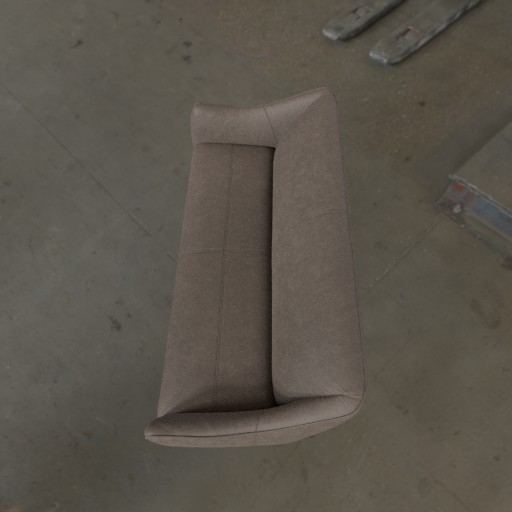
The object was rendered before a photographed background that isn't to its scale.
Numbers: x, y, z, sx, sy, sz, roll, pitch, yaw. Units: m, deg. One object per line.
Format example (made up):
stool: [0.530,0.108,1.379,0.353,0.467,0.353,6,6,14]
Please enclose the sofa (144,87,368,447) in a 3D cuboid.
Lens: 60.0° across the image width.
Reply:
sofa: [0.000,0.000,2.368,0.869,0.831,1.928,1,59,1]
